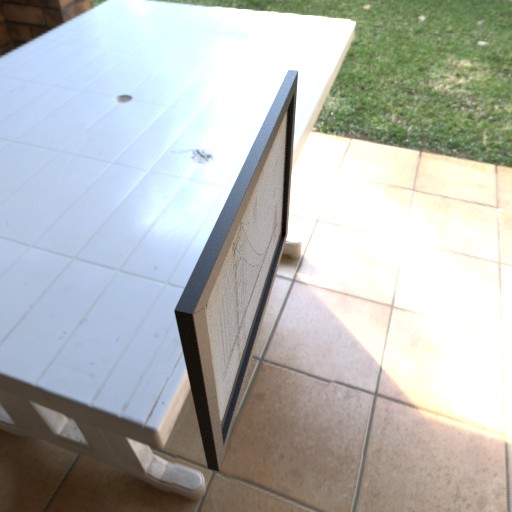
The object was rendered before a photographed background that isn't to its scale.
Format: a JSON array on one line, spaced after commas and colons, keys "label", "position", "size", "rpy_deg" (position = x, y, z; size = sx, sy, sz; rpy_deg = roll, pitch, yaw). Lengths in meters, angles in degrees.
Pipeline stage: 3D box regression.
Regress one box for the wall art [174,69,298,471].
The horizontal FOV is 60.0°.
[{"label": "wall art", "position": [0.000, 0.000, 0.571], "size": [0.016, 0.306, 0.432], "rpy_deg": [10, 46, 10]}]
